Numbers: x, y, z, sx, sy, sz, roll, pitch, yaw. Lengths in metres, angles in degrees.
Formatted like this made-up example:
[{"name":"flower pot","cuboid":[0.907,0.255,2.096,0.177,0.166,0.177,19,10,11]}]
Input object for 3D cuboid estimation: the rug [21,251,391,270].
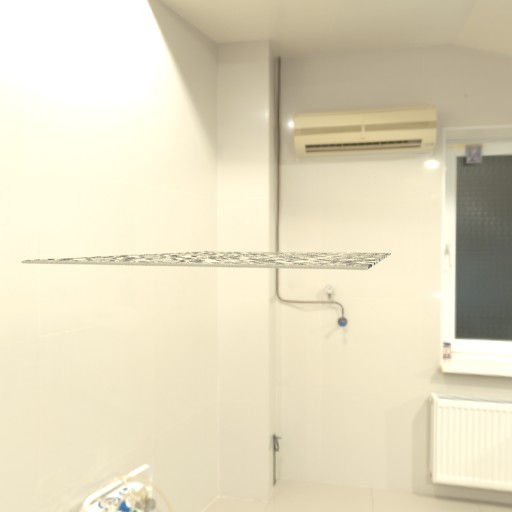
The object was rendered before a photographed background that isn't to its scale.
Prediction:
[{"name":"rug","cuboid":[0.000,0.000,4.360,2.444,0.036,3.369,1,2,19]}]
